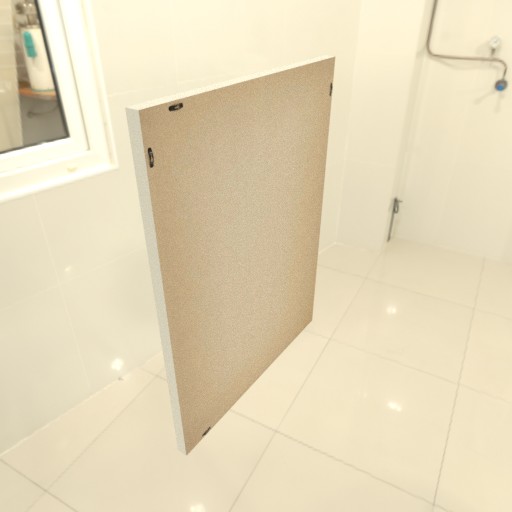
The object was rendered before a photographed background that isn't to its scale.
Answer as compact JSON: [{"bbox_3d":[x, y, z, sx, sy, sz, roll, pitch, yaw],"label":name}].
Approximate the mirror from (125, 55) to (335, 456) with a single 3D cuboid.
[{"bbox_3d":[0.000,0.000,1.328,0.041,1.016,0.762,21,38,29],"label":"mirror"}]
